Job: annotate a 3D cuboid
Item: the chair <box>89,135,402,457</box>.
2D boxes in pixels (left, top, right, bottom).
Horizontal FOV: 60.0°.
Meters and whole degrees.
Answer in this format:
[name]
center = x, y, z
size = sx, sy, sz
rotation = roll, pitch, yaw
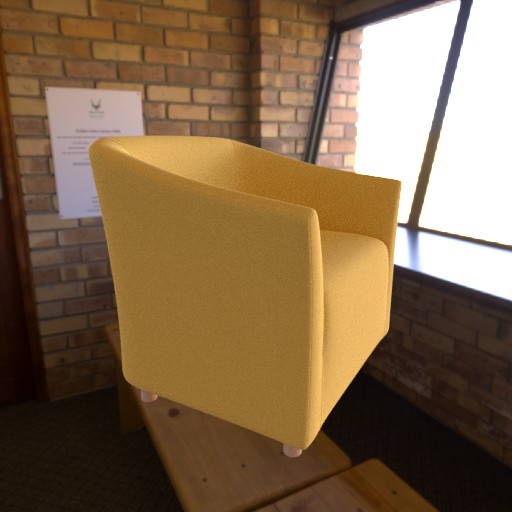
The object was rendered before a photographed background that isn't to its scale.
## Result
[chair]
center = 0.000, 0.000, 1.368
size = 0.700, 0.720, 0.790
rotation = 8, 17, 29
